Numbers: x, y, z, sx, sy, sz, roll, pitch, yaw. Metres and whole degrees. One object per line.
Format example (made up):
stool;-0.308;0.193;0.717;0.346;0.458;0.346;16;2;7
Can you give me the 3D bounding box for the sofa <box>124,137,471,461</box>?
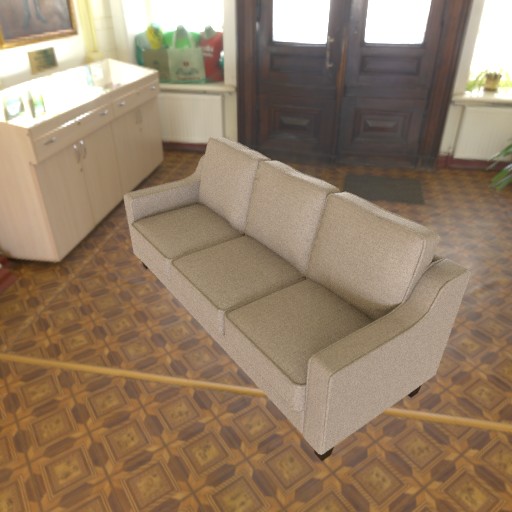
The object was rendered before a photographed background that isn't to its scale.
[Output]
sofa;0.000;0.000;2.674;0.899;0.950;2.129;-20;37;-30
